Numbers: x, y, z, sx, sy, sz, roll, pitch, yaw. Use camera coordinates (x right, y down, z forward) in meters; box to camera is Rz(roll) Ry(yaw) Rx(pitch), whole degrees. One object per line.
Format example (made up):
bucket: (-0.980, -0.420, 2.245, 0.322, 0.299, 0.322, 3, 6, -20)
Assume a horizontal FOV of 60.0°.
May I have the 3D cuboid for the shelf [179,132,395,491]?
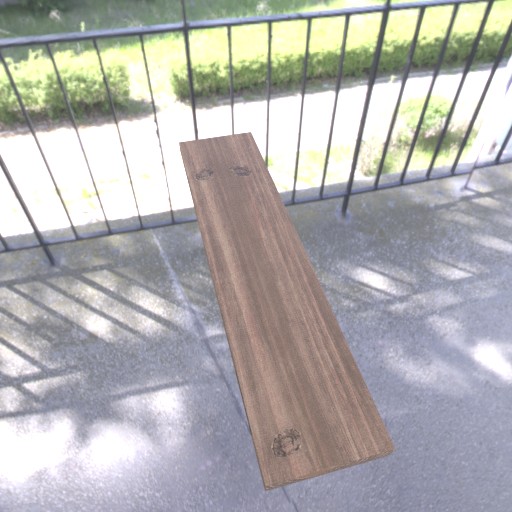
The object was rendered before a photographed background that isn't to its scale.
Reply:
shelf: (0.000, 0.000, 0.652, 0.140, 0.020, 0.610, -11, 49, -10)
